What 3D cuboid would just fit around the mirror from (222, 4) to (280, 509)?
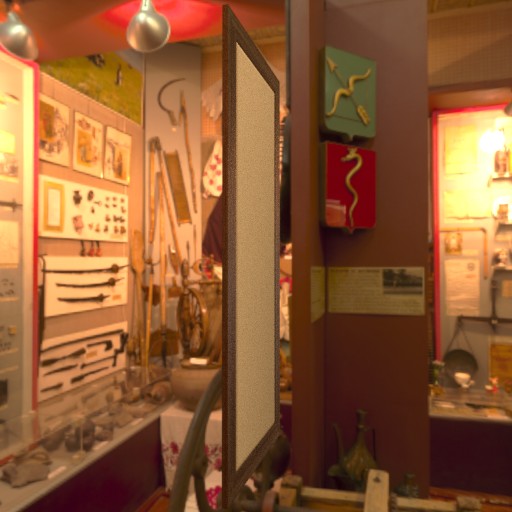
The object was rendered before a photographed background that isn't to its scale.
[{"bbox_3d":[0.000,0.000,2.172,0.025,2.032,0.812,0,-1,18],"label":"mirror"}]
